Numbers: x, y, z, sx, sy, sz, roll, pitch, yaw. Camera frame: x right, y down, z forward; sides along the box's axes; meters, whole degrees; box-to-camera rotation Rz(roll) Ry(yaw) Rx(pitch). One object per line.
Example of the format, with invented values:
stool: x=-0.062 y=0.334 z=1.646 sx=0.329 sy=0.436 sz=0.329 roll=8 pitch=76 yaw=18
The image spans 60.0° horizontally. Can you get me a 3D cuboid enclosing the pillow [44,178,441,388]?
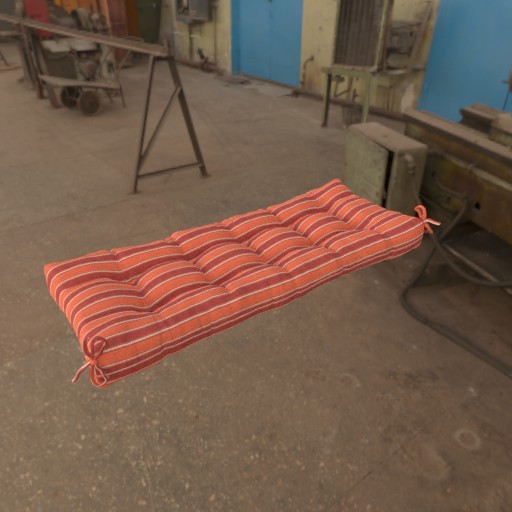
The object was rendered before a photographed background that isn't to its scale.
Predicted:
pillow: x=0.000 y=0.000 z=1.345 sx=1.194 sy=0.174 sz=0.511 roll=-20 pitch=37 yaw=-29
